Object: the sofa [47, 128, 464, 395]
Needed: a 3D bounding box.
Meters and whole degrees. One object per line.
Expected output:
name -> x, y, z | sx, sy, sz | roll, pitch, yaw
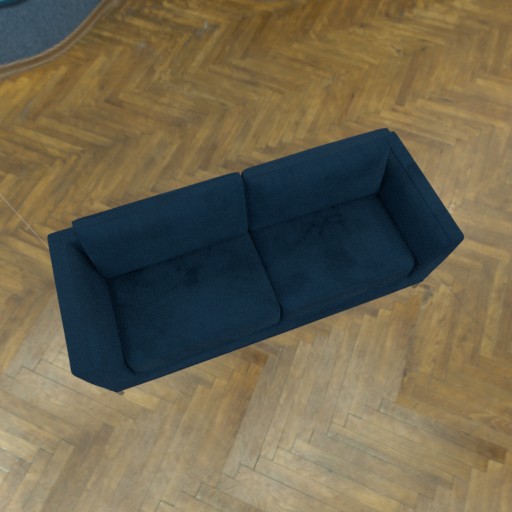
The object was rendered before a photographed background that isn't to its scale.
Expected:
sofa -> 0.000, 0.000, 2.705 | 2.212, 0.998, 0.853 | -18, 65, -9
